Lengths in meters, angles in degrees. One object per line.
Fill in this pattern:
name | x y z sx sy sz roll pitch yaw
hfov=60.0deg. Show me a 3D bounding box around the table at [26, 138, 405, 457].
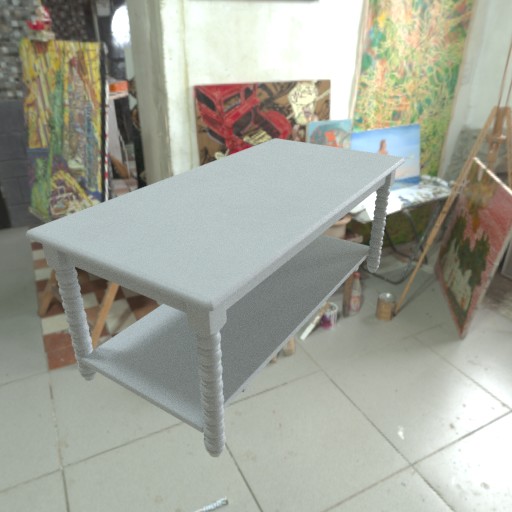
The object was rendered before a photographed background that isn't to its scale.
table | 0.000 0.000 1.478 0.580 0.487 1.171 17 32 29
